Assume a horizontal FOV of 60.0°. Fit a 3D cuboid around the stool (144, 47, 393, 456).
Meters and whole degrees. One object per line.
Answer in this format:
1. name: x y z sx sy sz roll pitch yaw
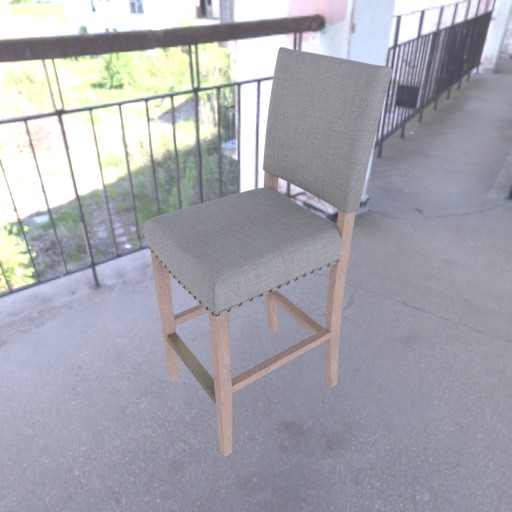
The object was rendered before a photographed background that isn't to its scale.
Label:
1. stool: 0.000 0.000 1.459 0.585 1.173 0.445 -21 38 -29
